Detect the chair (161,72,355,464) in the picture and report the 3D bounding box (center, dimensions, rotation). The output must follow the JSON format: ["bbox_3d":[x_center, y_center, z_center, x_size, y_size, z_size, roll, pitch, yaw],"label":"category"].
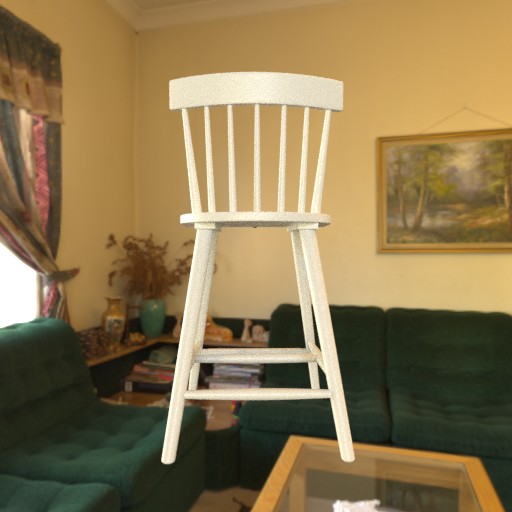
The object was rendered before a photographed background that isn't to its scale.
[{"bbox_3d":[0.000,0.000,1.297,0.483,0.952,0.572,0,0,-1],"label":"chair"}]
